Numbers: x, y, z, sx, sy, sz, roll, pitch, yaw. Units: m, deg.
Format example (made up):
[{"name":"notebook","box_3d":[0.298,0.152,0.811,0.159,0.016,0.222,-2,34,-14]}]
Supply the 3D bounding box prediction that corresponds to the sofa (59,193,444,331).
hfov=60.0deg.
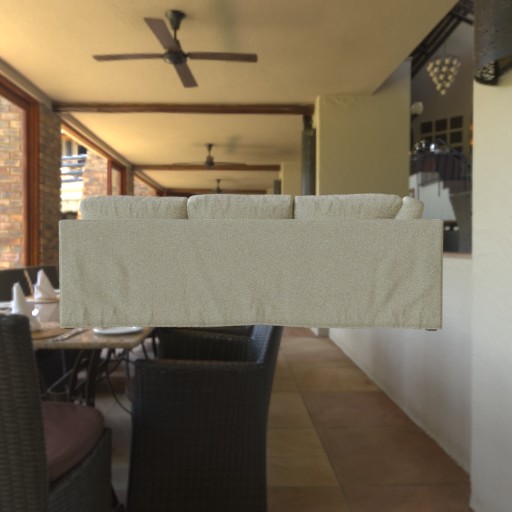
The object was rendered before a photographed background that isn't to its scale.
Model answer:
[{"name":"sofa","box_3d":[0.000,0.000,4.488,2.448,0.882,3.464,0,1,1]}]
